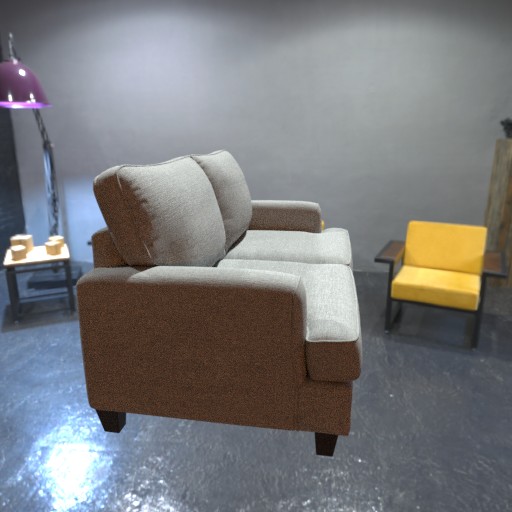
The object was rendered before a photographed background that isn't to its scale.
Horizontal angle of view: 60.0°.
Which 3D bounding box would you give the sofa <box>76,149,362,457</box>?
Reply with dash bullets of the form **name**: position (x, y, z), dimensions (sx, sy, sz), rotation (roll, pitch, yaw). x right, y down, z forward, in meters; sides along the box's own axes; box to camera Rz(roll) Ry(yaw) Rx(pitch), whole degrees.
- **sofa**: position (0.000, 0.000, 2.167), dimensions (0.965, 0.965, 1.651), rotation (3, 16, 10)
